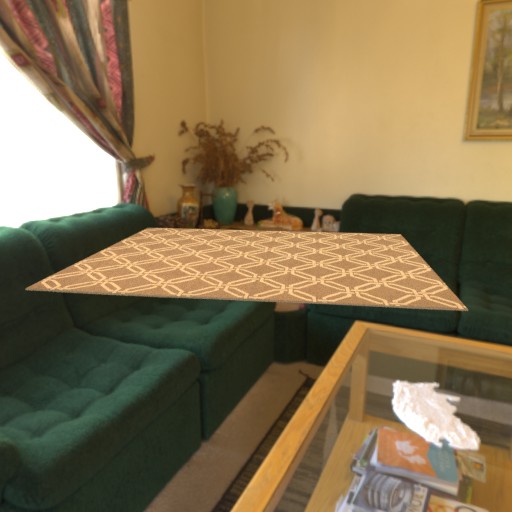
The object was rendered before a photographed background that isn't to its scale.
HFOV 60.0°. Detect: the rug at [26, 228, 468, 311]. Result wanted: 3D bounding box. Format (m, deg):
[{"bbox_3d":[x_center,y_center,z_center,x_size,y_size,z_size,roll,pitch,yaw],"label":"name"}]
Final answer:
[{"bbox_3d":[0.000,0.000,3.953,2.895,0.018,2.288,2,14,8],"label":"rug"}]
